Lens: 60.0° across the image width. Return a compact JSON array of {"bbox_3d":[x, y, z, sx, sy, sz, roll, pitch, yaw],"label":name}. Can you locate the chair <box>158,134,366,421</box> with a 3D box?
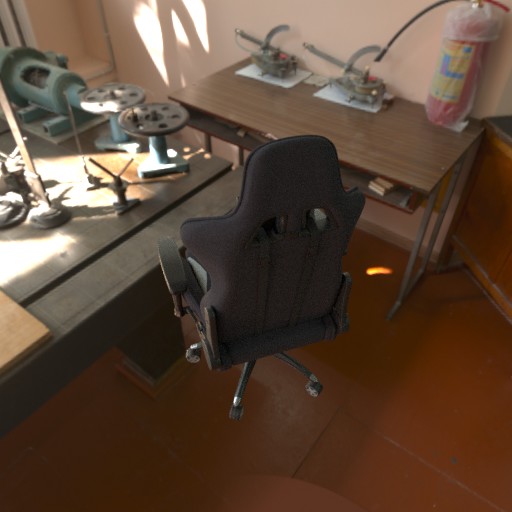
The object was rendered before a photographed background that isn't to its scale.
[{"bbox_3d":[0.000,0.000,1.754,0.730,1.300,0.695,-13,44,-14],"label":"chair"}]
